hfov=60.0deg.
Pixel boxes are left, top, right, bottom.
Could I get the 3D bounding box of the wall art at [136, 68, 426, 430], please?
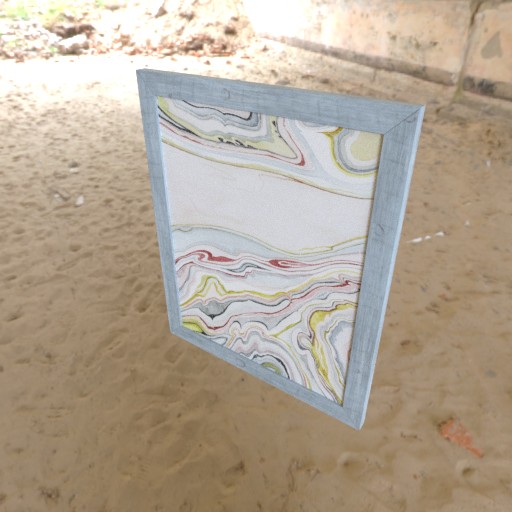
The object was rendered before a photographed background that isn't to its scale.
[{"bbox_3d":[0.000,0.000,0.792,0.479,0.582,0.022,20,37,29],"label":"wall art"}]
